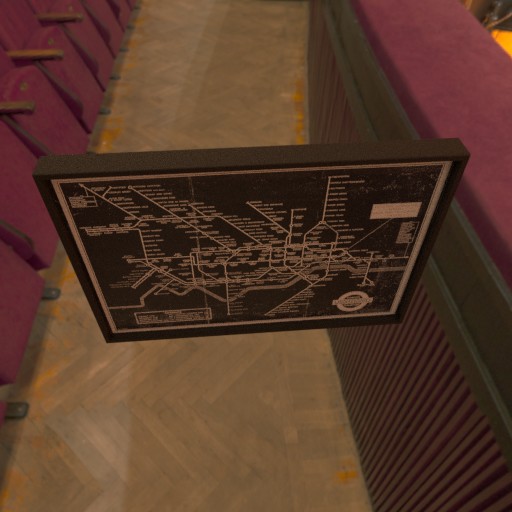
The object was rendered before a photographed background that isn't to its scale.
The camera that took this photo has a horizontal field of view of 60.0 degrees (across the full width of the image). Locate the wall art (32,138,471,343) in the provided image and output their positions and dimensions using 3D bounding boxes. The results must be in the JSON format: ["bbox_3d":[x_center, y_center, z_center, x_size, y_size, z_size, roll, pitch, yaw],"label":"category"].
[{"bbox_3d":[0.000,0.000,0.857,0.671,0.456,0.051,-3,46,-3],"label":"wall art"}]
